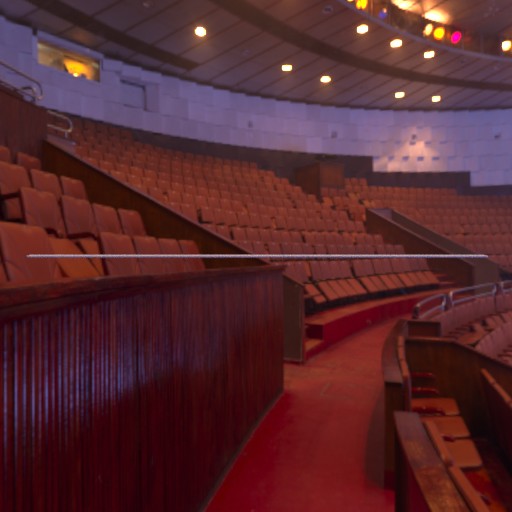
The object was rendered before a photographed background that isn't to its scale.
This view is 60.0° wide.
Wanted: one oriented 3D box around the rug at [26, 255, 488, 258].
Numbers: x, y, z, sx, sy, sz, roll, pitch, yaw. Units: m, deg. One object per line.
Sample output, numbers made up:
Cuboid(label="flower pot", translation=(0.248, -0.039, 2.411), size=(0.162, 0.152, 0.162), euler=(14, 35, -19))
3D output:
Cuboid(label="rug", translation=(0.000, 0.000, 2.904), size=(2.205, 0.014, 1.589), euler=(0, 0, -1))
